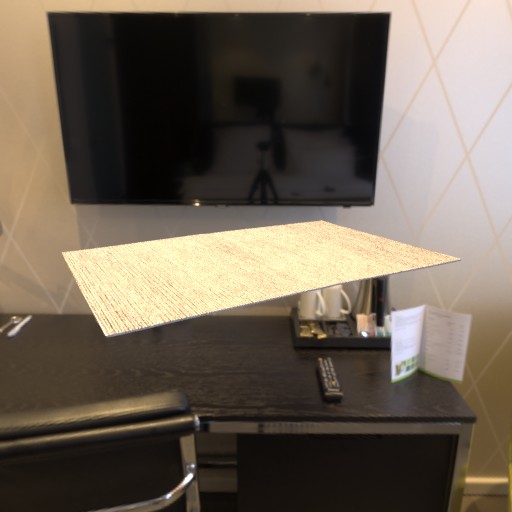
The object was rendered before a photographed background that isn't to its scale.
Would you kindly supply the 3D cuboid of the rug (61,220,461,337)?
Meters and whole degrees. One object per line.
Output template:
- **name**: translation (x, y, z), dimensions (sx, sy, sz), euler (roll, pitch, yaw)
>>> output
- **rug**: translation (0.000, 0.000, 2.328), dimensions (1.773, 0.021, 1.149), euler (-9, 18, -28)
